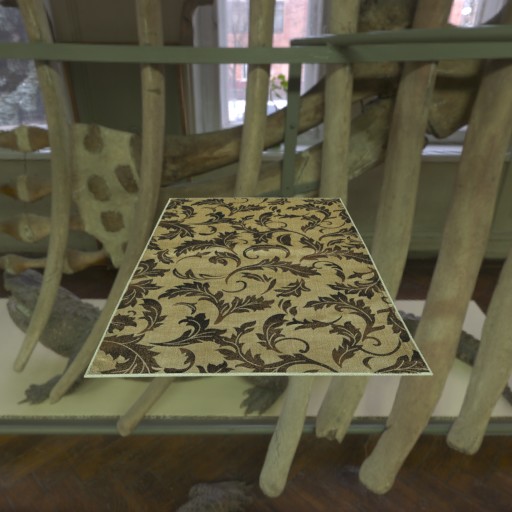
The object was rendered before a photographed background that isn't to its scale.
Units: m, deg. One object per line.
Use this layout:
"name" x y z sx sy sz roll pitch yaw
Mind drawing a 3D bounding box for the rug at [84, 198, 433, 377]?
"rug" 0.000 0.000 2.930 1.522 0.008 2.284 0 27 -1
